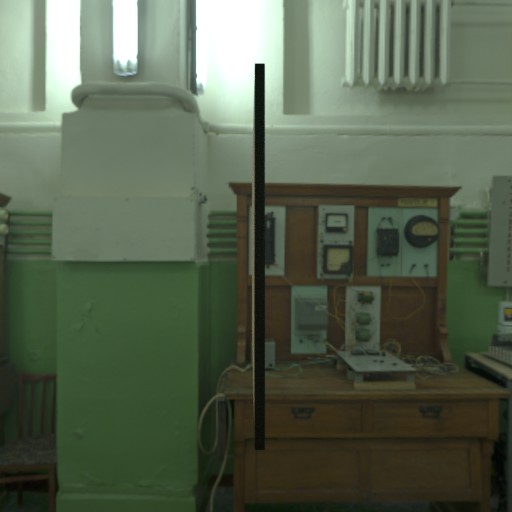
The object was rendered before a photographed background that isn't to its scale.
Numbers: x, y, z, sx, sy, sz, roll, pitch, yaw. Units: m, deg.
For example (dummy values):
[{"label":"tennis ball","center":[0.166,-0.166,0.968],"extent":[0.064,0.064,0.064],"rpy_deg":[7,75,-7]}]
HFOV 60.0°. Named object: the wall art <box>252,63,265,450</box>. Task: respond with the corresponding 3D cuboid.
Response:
[{"label":"wall art","center":[0.000,0.000,1.041],"extent":[0.015,0.552,0.819],"rpy_deg":[0,0,-1]}]
